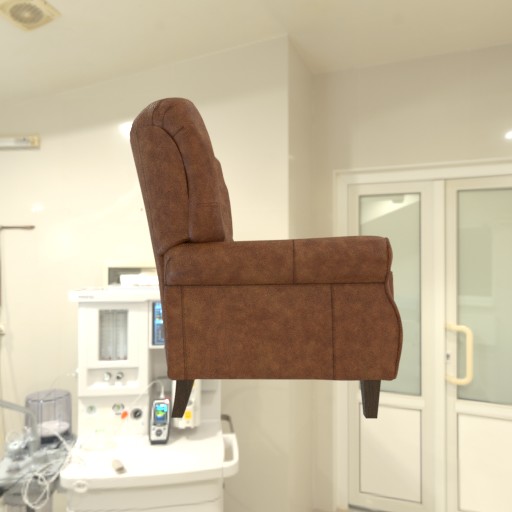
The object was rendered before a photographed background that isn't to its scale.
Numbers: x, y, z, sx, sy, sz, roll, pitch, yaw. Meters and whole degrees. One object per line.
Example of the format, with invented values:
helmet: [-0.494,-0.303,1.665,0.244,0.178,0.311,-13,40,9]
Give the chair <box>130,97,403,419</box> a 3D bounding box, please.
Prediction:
chair: [0.000,0.000,1.940,1.059,1.164,0.951,0,-1,1]
